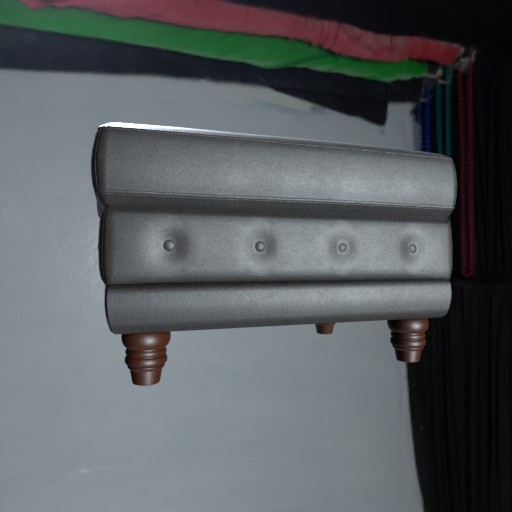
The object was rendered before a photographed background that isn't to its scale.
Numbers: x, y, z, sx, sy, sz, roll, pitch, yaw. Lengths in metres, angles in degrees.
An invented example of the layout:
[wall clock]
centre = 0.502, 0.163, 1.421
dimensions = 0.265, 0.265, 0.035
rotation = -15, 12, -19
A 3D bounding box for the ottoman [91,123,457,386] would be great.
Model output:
[ottoman]
centre = 0.000, 0.000, 1.157
dimensions = 0.795, 0.498, 0.590
rotation = 0, -1, -19
